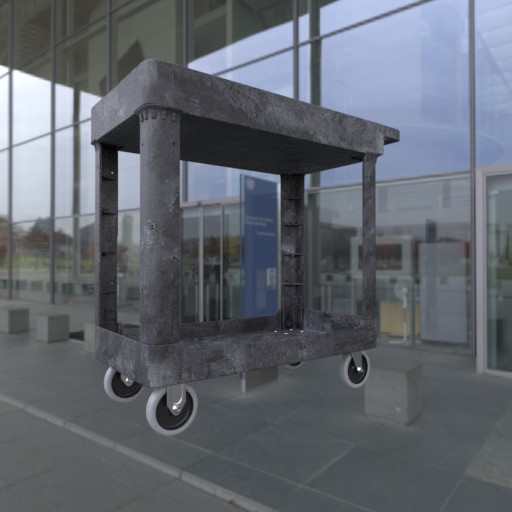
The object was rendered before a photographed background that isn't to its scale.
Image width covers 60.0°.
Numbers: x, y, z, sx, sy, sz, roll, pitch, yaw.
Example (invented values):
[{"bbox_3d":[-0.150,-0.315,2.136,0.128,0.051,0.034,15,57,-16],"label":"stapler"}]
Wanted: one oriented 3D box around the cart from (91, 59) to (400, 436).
[{"bbox_3d":[0.000,0.000,1.346,0.877,0.824,0.420,0,-1,-37],"label":"cart"}]
